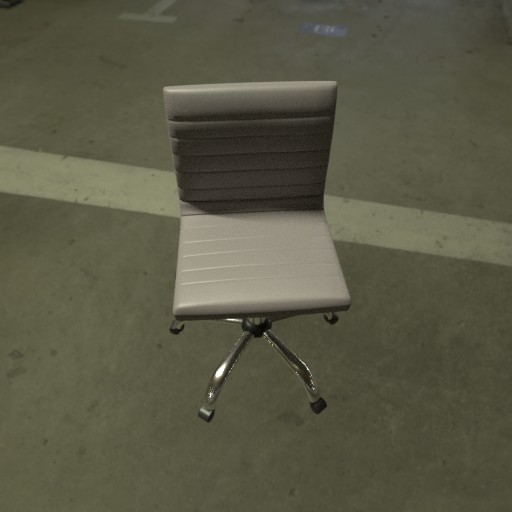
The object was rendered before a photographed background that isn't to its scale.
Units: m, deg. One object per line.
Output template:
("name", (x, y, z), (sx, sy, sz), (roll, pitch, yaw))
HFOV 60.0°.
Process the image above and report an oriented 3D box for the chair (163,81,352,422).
("chair", (0.000, 0.000, 1.146), (0.556, 0.780, 0.530), (-3, 46, -3))
